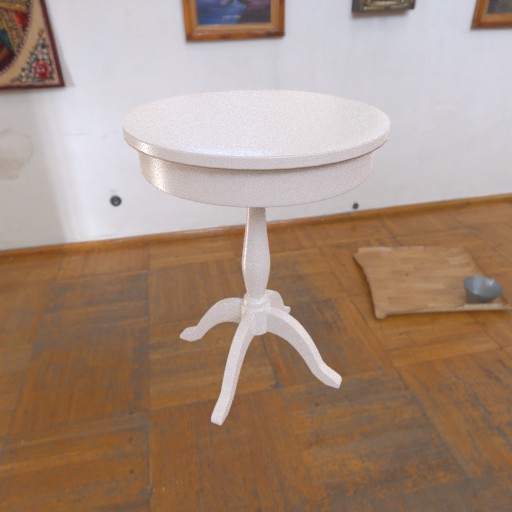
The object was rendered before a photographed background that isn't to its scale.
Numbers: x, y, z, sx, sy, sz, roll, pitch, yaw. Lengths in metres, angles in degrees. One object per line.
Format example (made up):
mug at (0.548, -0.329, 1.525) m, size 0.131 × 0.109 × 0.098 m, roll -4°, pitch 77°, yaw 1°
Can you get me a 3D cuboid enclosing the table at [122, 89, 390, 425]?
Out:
table at (0.000, 0.000, 1.041) m, size 0.513 × 0.653 × 0.513 m, roll 0°, pitch 31°, yaw 0°
